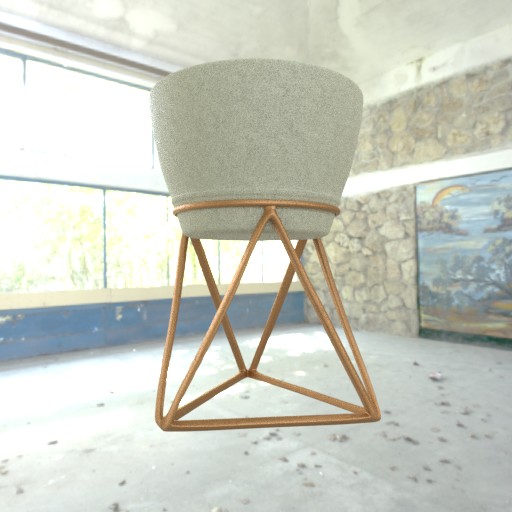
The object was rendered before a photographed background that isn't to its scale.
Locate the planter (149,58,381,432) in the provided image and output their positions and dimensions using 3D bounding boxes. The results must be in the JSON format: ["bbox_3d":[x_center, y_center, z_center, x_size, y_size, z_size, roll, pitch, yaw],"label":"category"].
[{"bbox_3d":[0.000,0.000,0.739,0.350,0.504,0.350,1,-1,-37],"label":"planter"}]
